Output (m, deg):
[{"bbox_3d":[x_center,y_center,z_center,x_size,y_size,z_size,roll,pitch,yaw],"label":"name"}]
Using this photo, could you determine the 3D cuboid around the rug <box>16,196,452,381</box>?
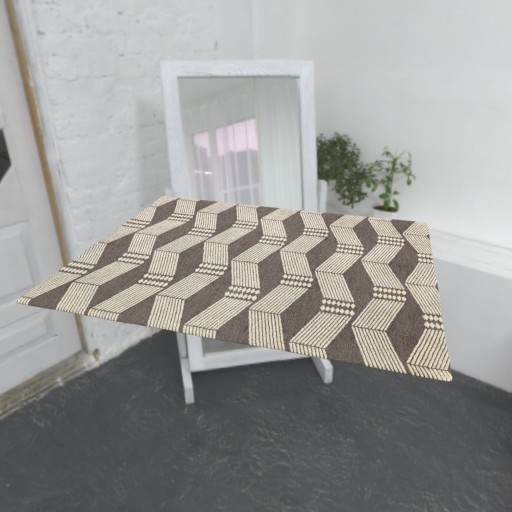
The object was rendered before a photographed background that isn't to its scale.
[{"bbox_3d":[0.000,0.000,3.962,3.048,0.016,2.438,7,28,14],"label":"rug"}]
